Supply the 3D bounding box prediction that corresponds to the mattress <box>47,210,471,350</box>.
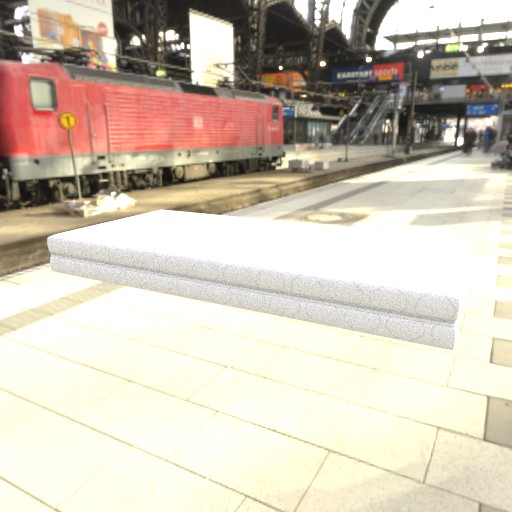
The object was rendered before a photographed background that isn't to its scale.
[{"bbox_3d":[0.000,0.000,2.209,1.900,0.200,0.900,8,17,26],"label":"mattress"}]
